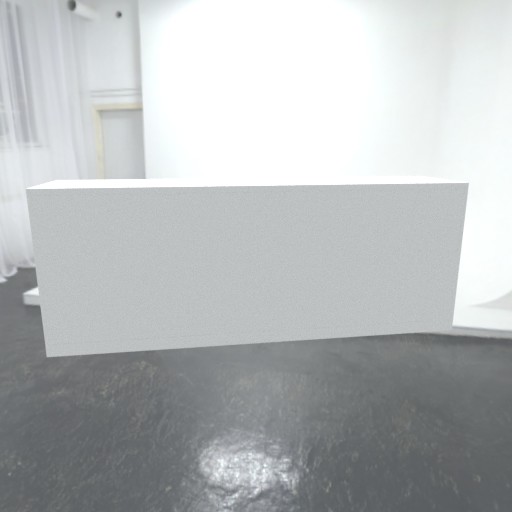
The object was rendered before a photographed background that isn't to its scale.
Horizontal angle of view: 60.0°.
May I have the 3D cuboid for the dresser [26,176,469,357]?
[{"bbox_3d":[0.000,0.000,2.522,2.200,0.840,0.500,-2,14,-8],"label":"dresser"}]
